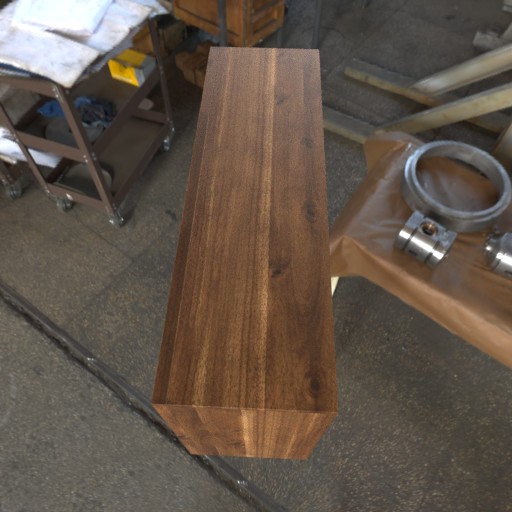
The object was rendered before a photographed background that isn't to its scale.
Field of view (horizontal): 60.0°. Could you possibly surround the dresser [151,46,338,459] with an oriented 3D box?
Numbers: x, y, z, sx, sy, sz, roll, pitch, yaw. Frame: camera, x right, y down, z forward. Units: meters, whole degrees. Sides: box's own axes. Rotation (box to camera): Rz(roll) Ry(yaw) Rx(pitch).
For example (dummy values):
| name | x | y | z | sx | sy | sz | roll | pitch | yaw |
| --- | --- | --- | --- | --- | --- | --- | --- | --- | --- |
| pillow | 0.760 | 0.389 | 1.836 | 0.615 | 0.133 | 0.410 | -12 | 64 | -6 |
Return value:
| name | x | y | z | sx | sy | sz | roll | pitch | yaw |
| --- | --- | --- | --- | --- | --- | --- | --- | --- | --- |
| dresser | 0.000 | 0.000 | 1.764 | 0.438 | 0.892 | 1.387 | 2 | 58 | 1 |
